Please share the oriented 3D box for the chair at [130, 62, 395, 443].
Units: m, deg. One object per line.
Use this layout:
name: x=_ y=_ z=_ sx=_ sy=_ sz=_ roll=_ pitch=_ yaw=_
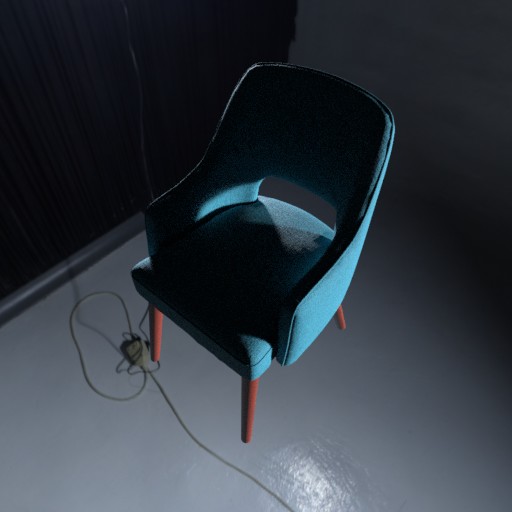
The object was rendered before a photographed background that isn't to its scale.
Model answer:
chair: x=0.000 y=0.000 z=1.261 sx=0.548 sy=0.849 sz=0.605 roll=32 pitch=55 yaw=26
